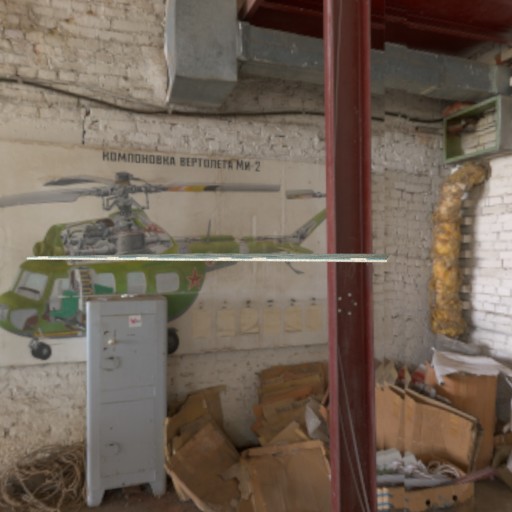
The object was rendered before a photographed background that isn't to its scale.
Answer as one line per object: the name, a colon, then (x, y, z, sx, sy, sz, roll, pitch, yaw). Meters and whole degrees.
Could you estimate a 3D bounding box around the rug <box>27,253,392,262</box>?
rug: (0.000, 0.000, 4.240, 2.466, 0.021, 3.049, 0, 1, 17)
